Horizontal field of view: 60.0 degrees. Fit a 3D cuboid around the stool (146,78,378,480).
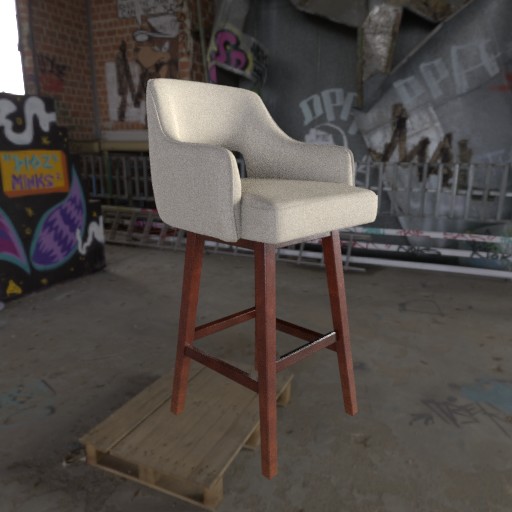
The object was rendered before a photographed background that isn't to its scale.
[{"bbox_3d":[0.000,0.000,1.346,0.560,1.041,0.550,13,19,43],"label":"stool"}]
